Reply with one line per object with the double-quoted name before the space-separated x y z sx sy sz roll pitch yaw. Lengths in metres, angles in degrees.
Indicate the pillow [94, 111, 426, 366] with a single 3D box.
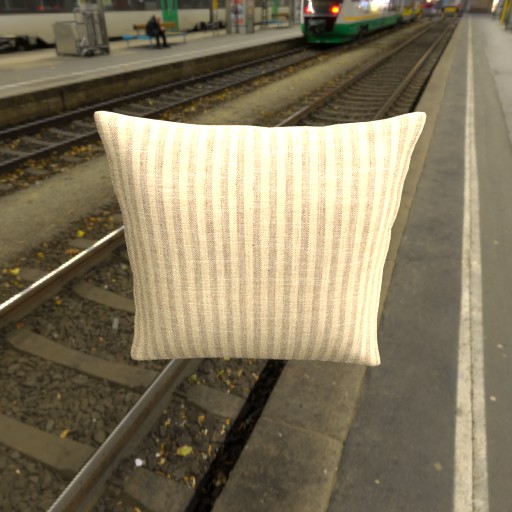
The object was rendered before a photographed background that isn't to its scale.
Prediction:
"pillow" 0.000 0.000 0.809 0.523 0.510 0.166 1 30 1
